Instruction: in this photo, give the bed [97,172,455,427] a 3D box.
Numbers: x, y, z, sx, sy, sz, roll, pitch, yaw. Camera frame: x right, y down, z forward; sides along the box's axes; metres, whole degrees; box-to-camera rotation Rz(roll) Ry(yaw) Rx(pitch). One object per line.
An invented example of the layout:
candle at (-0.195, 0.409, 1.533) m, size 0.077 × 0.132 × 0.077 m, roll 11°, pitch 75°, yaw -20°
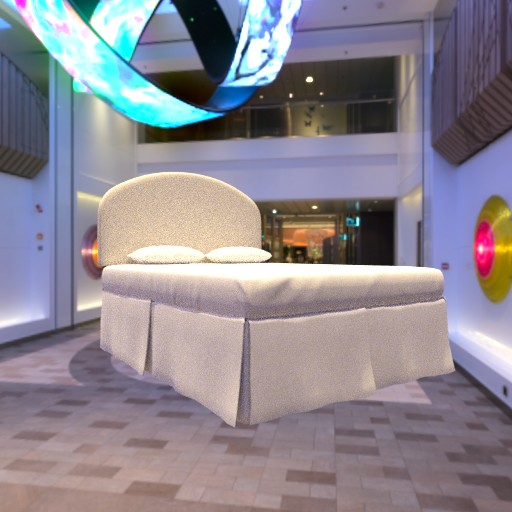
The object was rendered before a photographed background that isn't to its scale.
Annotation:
bed at (0.000, 0.000, 3.023) m, size 1.607 × 1.410 × 2.005 m, roll 0°, pitch 0°, yaw -37°
